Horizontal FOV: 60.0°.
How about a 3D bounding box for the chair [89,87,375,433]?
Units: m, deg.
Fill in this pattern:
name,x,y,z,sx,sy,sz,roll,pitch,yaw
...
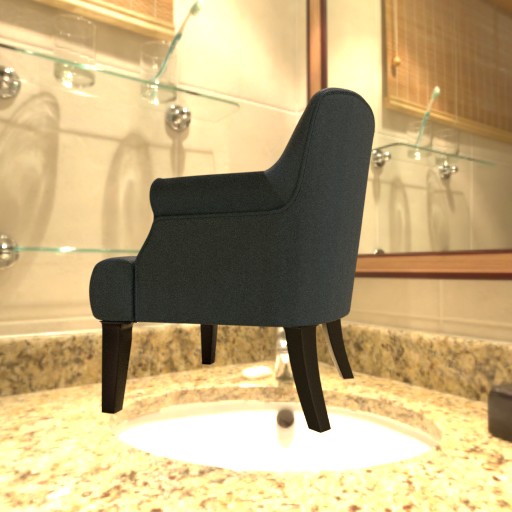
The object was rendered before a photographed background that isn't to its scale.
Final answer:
name,x,y,z,sx,sy,sz,roll,pitch,yaw
chair,0.000,0.000,1.450,0.754,0.878,0.770,0,-1,19
